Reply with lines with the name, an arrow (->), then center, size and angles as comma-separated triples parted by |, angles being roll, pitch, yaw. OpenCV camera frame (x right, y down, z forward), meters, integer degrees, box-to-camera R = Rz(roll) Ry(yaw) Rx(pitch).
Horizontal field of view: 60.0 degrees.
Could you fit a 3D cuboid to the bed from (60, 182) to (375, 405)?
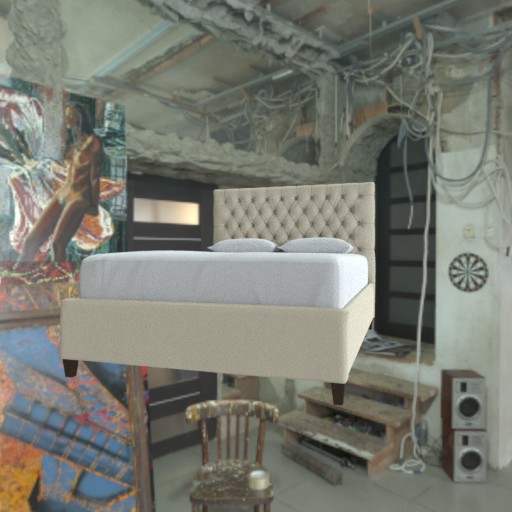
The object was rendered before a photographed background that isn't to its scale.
bed -> 0.000, 0.000, 3.476 | 1.698, 1.427, 2.387 | 0, 0, 18
